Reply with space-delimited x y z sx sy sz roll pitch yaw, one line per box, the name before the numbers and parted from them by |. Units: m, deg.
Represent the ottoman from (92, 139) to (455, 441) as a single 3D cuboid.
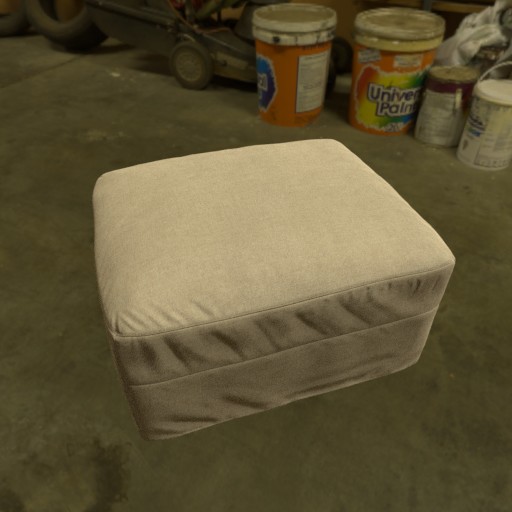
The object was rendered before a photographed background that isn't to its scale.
ottoman | 0.000 0.000 1.260 0.837 0.481 0.683 -12 42 -13
